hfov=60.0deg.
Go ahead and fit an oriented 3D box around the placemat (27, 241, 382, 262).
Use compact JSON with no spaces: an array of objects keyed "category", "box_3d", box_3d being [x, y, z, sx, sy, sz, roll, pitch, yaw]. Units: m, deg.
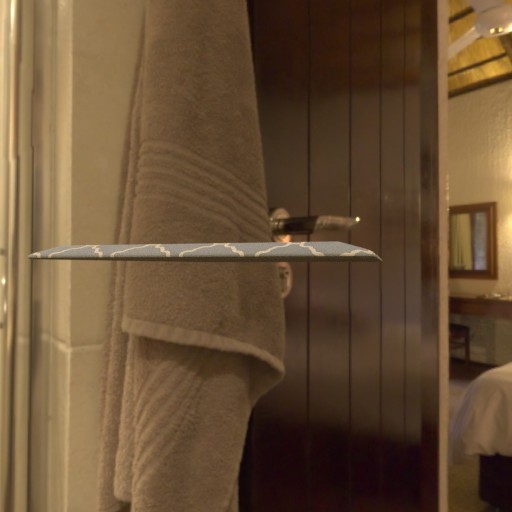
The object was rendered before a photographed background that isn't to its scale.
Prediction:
[{"category":"placemat","box_3d":[0.000,0.000,0.941,0.508,0.021,0.762,0,-1,17]}]
